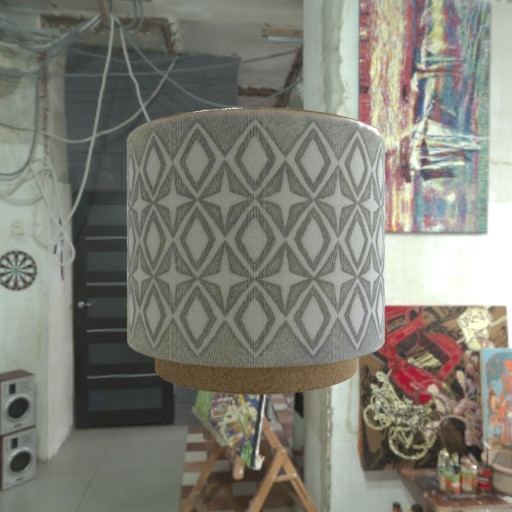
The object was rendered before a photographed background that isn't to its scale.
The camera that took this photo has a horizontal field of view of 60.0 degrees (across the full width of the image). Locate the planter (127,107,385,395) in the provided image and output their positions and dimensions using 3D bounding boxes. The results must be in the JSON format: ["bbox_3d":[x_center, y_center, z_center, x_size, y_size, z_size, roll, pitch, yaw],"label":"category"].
[{"bbox_3d":[0.000,0.000,0.456,0.255,0.223,0.255,0,0,0],"label":"planter"}]
